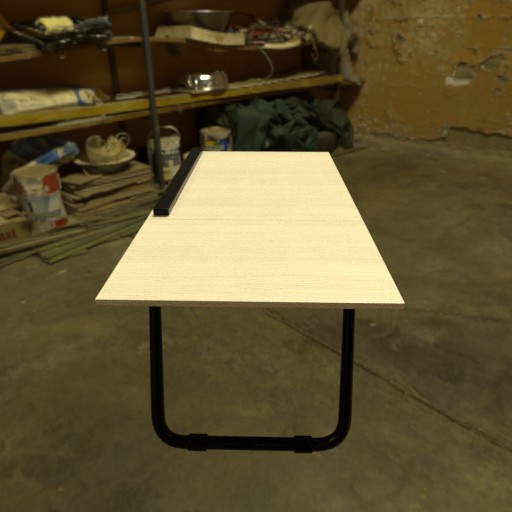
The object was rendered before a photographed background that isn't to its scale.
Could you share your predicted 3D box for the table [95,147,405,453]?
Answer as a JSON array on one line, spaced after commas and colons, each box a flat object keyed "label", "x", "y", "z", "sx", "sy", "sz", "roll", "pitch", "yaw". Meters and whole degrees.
[{"label": "table", "x": 0.000, "y": 0.000, "z": 0.794, "sx": 0.322, "sy": 0.242, "sz": 0.644, "roll": 1, "pitch": 27, "yaw": 1}]
